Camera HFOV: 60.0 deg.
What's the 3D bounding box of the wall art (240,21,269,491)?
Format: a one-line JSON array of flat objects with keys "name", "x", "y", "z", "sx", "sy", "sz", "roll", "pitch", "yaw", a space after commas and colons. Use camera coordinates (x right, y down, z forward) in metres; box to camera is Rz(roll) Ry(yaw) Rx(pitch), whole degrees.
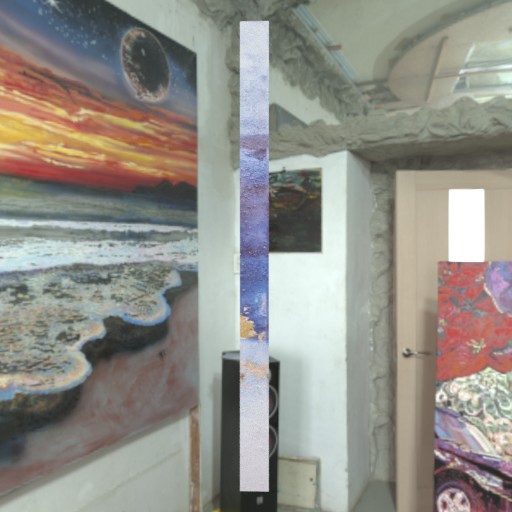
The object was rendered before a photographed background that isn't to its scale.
[{"name": "wall art", "x": 0.000, "y": 0.000, "z": 0.765, "sx": 0.036, "sy": 0.581, "sz": 0.437, "roll": 0, "pitch": 0, "yaw": 0}]
